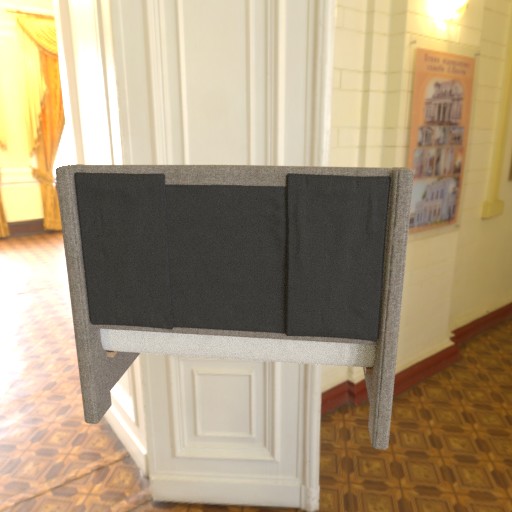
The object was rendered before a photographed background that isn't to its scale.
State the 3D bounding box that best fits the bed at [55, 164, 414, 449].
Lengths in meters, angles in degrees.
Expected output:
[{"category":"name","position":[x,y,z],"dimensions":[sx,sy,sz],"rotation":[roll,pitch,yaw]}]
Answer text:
[{"category":"bed","position":[0.000,0.000,3.332],"dimensions":[1.714,1.481,2.245],"rotation":[2,16,7]}]
